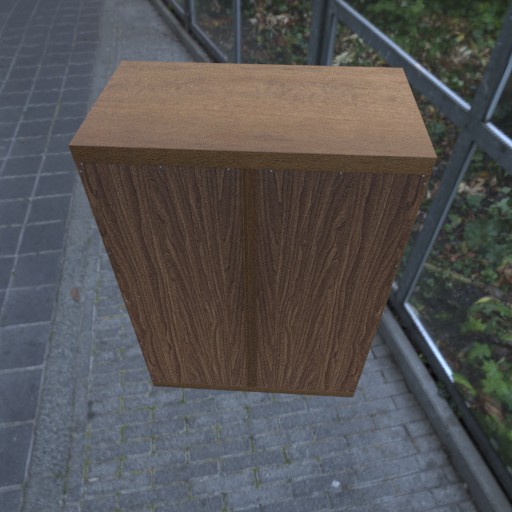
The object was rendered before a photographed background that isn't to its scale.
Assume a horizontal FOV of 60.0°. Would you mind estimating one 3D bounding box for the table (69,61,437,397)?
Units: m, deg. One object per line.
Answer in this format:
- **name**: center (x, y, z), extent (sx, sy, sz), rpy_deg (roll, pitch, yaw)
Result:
- **table**: center (0.000, 0.000, 1.729), extent (0.901, 1.294, 0.524), rpy_deg (2, 47, 2)
